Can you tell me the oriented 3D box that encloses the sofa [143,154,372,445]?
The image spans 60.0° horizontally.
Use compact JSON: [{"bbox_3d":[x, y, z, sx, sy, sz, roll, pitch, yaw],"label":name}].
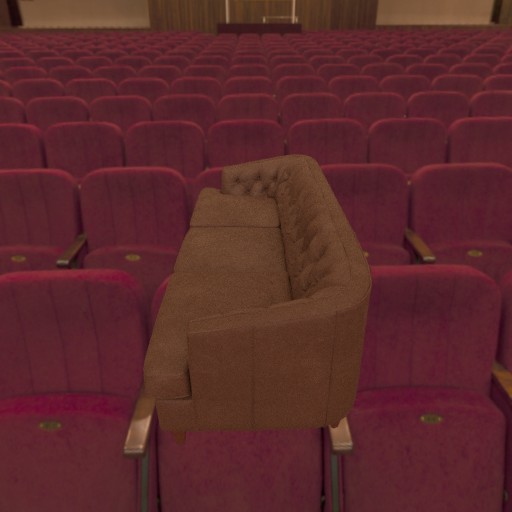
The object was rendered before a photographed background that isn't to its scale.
[{"bbox_3d":[0.000,0.000,2.677,0.927,0.787,2.227,0,27,0],"label":"sofa"}]
